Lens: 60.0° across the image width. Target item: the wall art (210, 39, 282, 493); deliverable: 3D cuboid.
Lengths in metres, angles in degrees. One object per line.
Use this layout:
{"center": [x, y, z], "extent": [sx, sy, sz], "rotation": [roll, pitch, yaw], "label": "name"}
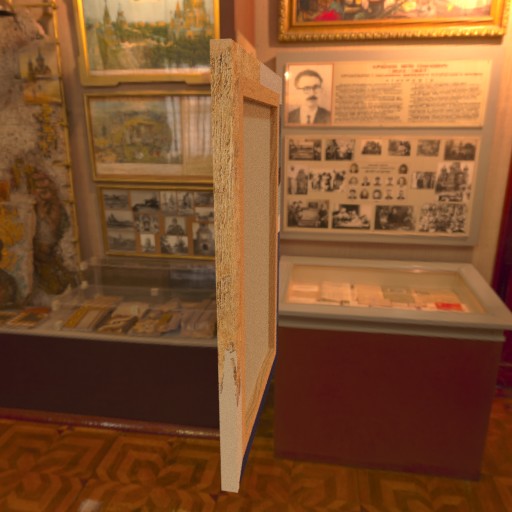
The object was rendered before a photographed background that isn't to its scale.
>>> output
{"center": [0.000, 0.000, 1.140], "extent": [0.039, 0.911, 0.607], "rotation": [3, 16, 10], "label": "wall art"}
